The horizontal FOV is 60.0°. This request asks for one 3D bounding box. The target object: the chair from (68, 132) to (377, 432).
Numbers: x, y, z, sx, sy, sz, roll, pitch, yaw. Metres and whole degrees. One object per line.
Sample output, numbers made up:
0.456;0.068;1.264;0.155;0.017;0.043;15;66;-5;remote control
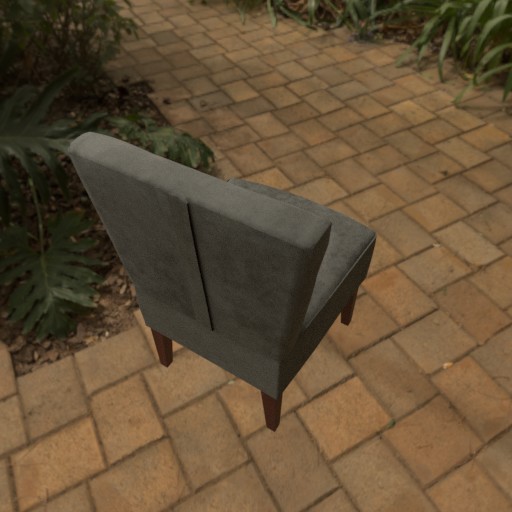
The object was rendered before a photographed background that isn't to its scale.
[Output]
0.000;0.000;1.174;0.521;0.806;0.554;24;51;21;chair
